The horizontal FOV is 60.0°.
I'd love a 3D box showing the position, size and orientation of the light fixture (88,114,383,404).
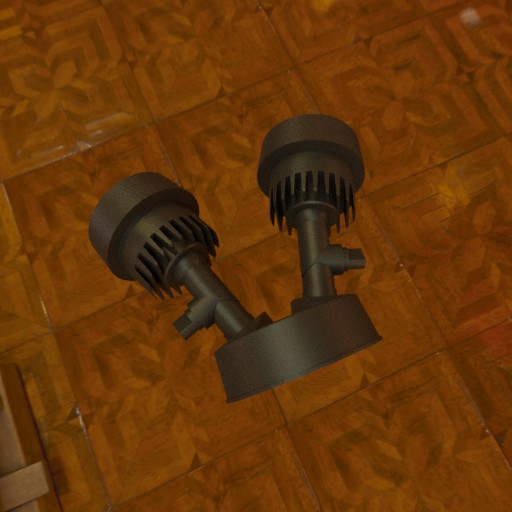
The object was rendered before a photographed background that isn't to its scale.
[{"bbox_3d":[0.000,0.000,0.312,0.213,0.120,0.168,-21,77,-5],"label":"light fixture"}]
